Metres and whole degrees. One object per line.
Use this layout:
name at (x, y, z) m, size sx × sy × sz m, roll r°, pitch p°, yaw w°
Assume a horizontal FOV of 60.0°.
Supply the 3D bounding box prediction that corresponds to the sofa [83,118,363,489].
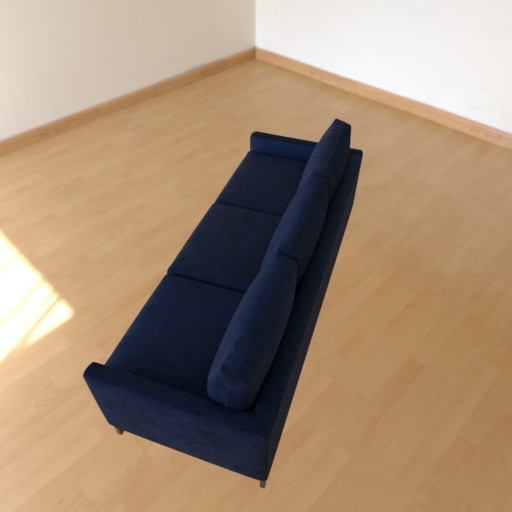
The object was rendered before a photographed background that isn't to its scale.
sofa at (0.000, 0.000, 2.680) m, size 0.875 × 0.879 × 2.252 m, roll 14°, pitch 46°, yaw 14°
